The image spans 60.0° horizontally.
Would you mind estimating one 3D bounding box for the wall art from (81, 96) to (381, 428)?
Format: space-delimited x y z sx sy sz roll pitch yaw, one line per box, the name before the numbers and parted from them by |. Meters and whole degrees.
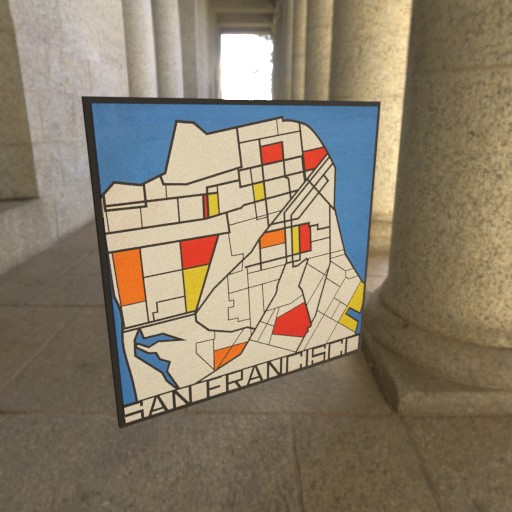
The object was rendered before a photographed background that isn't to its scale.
wall art | 0.000 0.000 0.994 0.664 0.663 0.015 -9 20 -27
